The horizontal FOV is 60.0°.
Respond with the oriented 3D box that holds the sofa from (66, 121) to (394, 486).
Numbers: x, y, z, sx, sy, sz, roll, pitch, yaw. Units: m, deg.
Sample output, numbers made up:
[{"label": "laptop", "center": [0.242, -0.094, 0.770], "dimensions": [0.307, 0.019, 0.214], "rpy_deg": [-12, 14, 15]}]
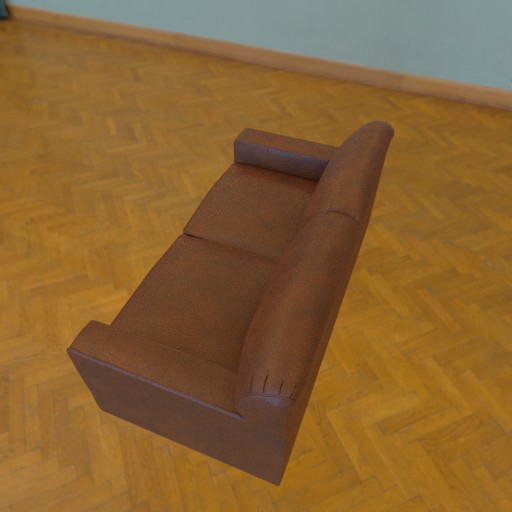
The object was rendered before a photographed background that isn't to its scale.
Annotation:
[{"label": "sofa", "center": [0.000, 0.000, 2.354], "dimensions": [1.000, 0.966, 1.856], "rpy_deg": [16, 48, 15]}]
